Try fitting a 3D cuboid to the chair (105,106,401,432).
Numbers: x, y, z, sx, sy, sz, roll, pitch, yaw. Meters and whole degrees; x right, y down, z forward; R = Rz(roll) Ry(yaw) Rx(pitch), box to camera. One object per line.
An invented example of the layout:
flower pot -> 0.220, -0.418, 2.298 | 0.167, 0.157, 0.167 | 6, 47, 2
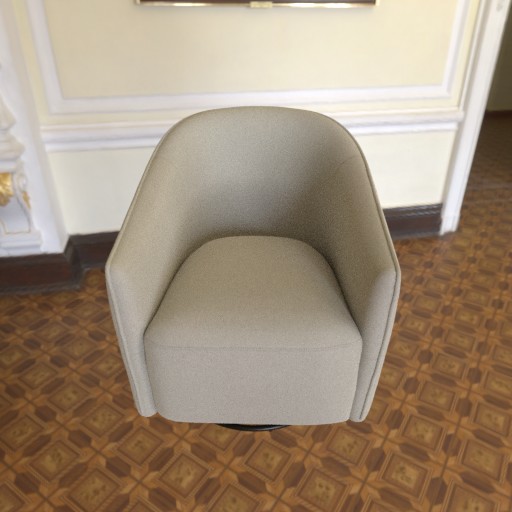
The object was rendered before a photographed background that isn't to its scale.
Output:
chair -> 0.000, 0.000, 1.466 | 0.747, 0.799, 0.875 | 1, 30, 1
